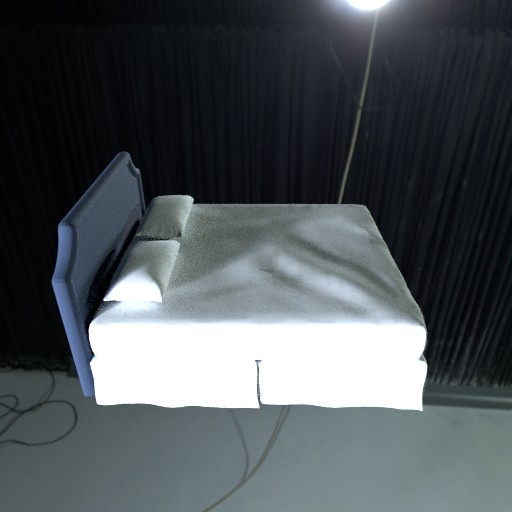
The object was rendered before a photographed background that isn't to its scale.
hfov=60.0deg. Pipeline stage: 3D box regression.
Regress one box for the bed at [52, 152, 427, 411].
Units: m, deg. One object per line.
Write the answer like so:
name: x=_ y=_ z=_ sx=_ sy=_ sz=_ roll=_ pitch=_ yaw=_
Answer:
bed: x=0.000 y=0.000 z=4.162 sx=2.773 sy=1.488 sz=2.350 roll=0 pitch=31 yaw=0
